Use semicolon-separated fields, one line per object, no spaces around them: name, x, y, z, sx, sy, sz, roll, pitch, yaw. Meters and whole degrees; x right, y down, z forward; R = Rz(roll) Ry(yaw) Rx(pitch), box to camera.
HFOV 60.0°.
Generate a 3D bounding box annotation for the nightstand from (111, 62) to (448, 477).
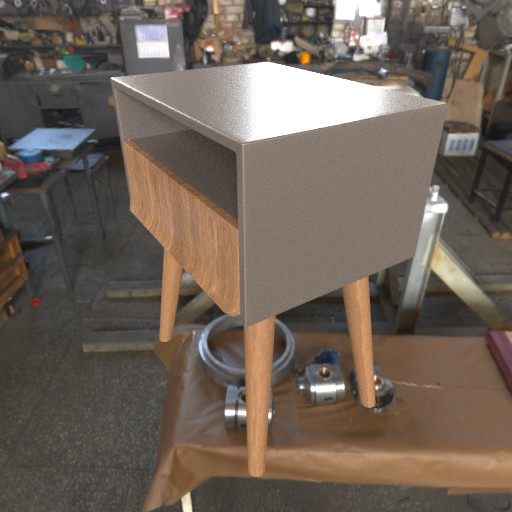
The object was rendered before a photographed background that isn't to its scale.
nightstand;0.000;0.000;0.708;0.288;0.508;0.370;-19;36;-28
